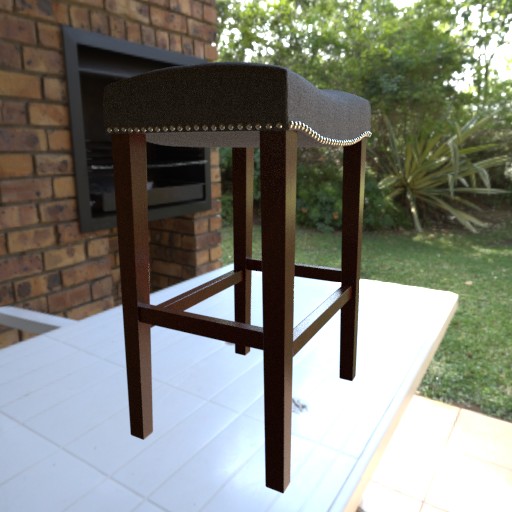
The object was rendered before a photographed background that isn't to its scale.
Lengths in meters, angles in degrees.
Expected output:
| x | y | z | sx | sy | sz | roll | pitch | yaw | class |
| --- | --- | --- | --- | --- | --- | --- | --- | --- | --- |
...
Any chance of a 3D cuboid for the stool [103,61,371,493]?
| x | y | z | sx | sy | sz | roll | pitch | yaw | class |
| --- | --- | --- | --- | --- | --- | --- | --- | --- | --- |
| 0.000 | 0.000 | 0.999 | 0.372 | 0.742 | 0.504 | 7 | 15 | 27 | stool |
